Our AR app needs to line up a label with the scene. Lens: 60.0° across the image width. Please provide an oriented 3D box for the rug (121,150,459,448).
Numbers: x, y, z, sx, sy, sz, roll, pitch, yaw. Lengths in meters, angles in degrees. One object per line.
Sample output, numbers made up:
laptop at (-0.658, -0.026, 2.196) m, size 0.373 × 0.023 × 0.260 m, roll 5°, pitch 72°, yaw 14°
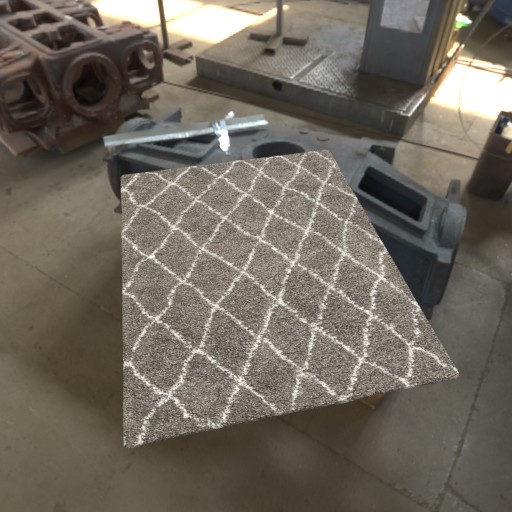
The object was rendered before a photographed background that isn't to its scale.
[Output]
rug at (0.000, 0.000, 4.114) m, size 2.438 × 0.029 × 3.047 m, roll -9°, pitch 47°, yaw -8°
